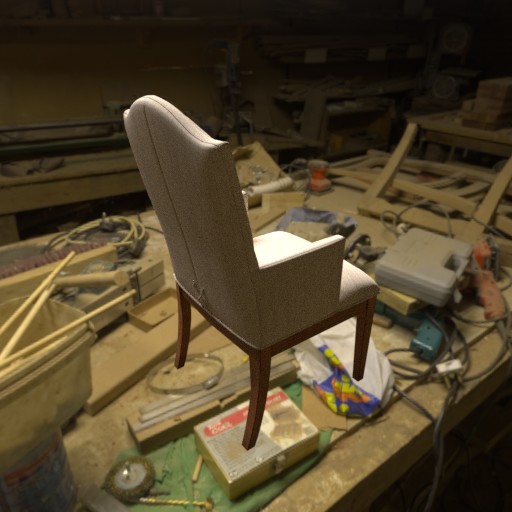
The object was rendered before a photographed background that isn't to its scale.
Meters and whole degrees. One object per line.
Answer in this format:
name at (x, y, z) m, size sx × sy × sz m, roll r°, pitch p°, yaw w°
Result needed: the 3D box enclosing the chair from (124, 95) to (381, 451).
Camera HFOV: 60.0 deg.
chair at (0.000, 0.000, 1.412) m, size 0.641 × 1.016 × 0.533 m, roll -19°, pitch 33°, yaw -32°
